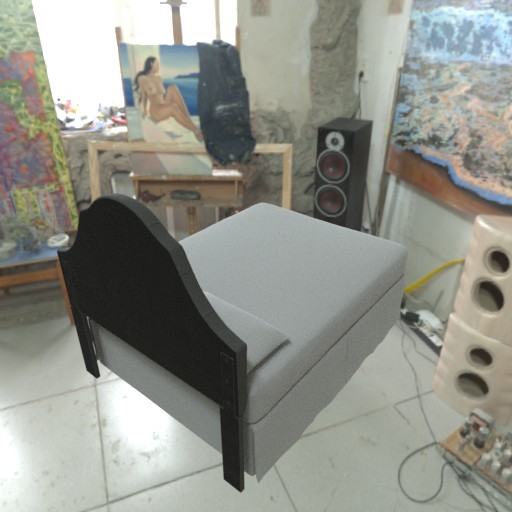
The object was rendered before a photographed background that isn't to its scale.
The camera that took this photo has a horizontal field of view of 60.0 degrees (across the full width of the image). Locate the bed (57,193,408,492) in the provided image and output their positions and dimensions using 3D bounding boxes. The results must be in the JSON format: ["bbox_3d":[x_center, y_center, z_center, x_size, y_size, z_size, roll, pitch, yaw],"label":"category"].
[{"bbox_3d":[0.000,0.000,3.245,1.636,1.575,2.155,22,36,33],"label":"bed"}]
